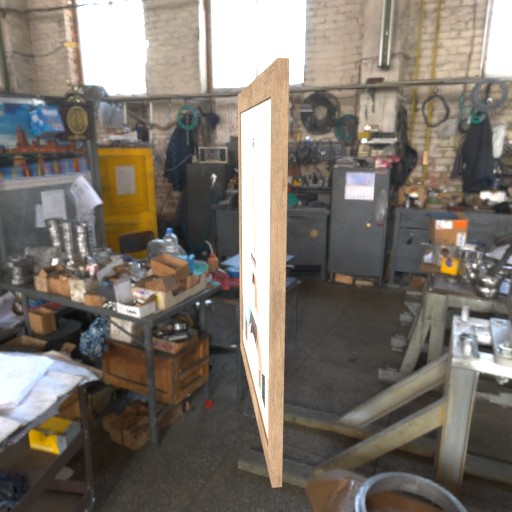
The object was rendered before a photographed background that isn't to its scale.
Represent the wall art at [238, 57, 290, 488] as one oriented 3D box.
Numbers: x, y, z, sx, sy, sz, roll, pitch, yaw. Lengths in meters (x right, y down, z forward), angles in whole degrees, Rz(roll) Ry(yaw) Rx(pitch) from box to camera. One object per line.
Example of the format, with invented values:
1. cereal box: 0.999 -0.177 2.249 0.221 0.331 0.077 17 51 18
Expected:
1. wall art: 0.000 0.000 0.932 0.018 0.686 0.534 -2 15 -8
